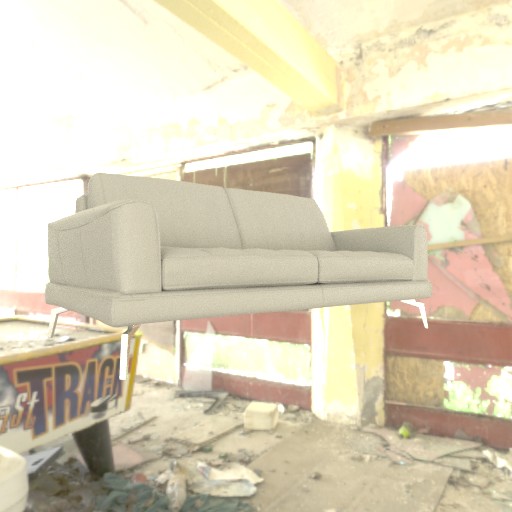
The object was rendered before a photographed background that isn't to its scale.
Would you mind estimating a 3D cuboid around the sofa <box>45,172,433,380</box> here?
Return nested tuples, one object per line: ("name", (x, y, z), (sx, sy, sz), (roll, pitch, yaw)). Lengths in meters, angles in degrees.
("sofa", (0.000, 0.000, 2.689), (2.177, 0.930, 1.121), (1, -1, -38))
